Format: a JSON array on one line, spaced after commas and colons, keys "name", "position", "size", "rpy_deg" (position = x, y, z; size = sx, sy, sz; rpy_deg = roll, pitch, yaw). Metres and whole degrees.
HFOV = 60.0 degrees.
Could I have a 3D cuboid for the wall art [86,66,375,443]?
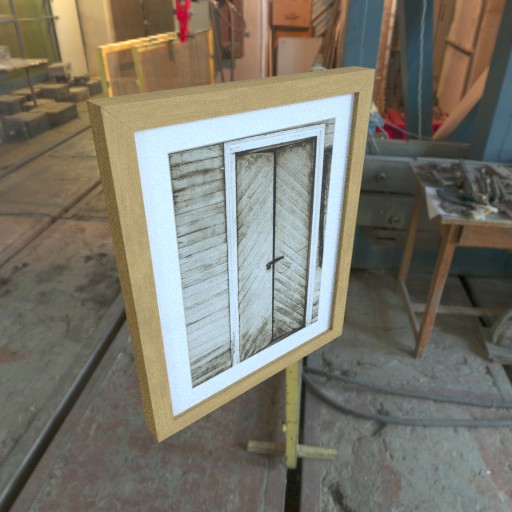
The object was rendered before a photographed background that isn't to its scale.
[{"name": "wall art", "position": [0.000, 0.000, 0.513], "size": [0.312, 0.380, 0.030], "rpy_deg": [-22, 37, -32]}]
